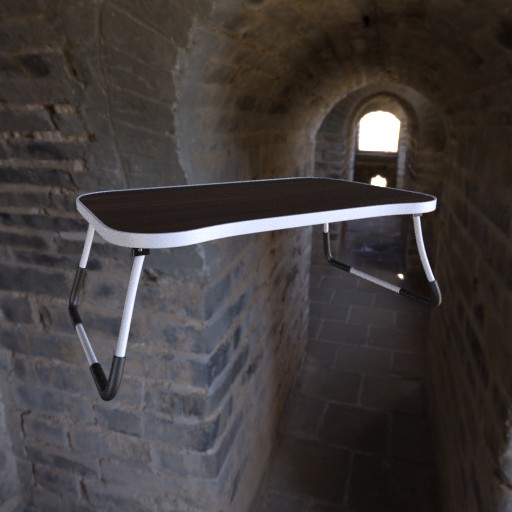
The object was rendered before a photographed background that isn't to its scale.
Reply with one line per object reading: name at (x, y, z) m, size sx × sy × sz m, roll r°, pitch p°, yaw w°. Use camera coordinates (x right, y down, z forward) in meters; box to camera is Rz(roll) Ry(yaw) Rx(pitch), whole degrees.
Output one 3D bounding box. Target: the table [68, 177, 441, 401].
table at (0.000, 0.000, 0.854) m, size 0.660 × 0.232 × 0.400 m, roll -9°, pitch 19°, yaw -28°
